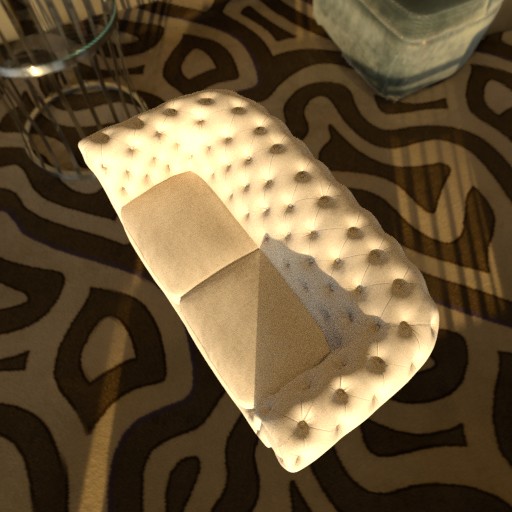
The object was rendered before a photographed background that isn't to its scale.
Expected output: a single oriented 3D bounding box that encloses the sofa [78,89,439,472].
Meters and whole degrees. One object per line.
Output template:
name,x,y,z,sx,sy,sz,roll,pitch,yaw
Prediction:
sofa,0.000,0.000,2.465,1.069,0.835,1.988,-31,67,-15
